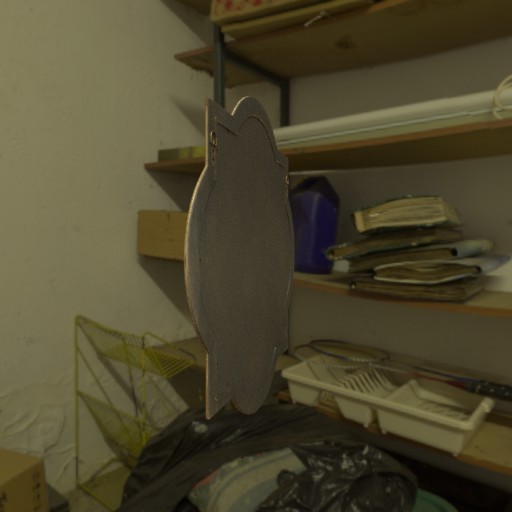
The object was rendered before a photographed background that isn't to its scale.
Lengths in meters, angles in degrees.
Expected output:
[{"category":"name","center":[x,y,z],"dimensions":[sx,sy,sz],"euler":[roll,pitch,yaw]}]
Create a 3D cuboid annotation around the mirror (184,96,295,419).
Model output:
[{"category":"mirror","center":[0.000,0.000,1.013],"dimensions":[0.019,0.686,0.686],"euler":[0,1,18]}]
